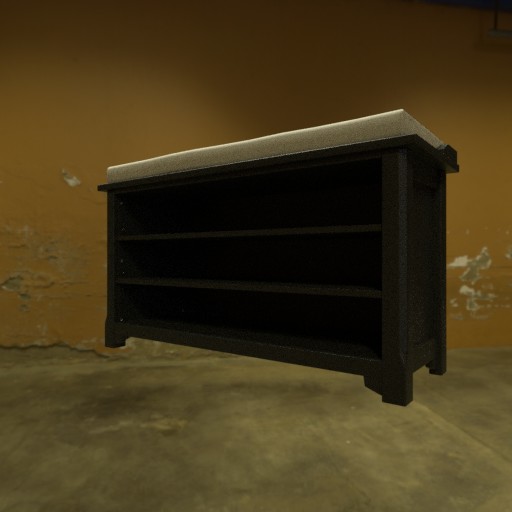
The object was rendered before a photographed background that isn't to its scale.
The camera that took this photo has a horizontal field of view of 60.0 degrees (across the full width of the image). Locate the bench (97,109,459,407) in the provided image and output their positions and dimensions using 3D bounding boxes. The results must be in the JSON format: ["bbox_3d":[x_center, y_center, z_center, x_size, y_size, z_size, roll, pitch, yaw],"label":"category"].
[{"bbox_3d":[0.000,0.000,1.226,0.973,0.561,0.345,0,0,37],"label":"bench"}]
